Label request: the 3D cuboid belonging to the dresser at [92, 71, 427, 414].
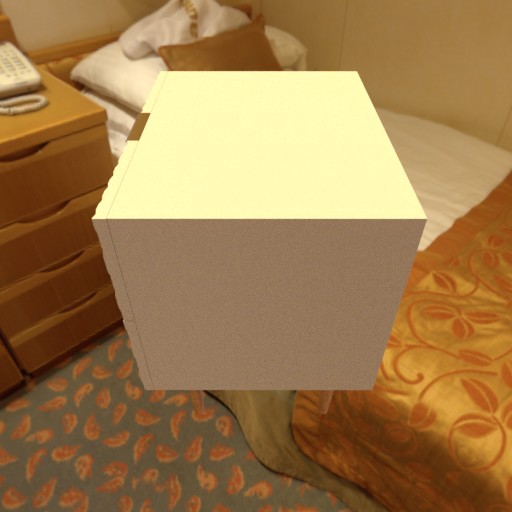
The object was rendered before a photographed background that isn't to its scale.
[{"bbox_3d":[0.000,0.000,0.911,0.414,0.568,0.503,0,42,0],"label":"dresser"}]
